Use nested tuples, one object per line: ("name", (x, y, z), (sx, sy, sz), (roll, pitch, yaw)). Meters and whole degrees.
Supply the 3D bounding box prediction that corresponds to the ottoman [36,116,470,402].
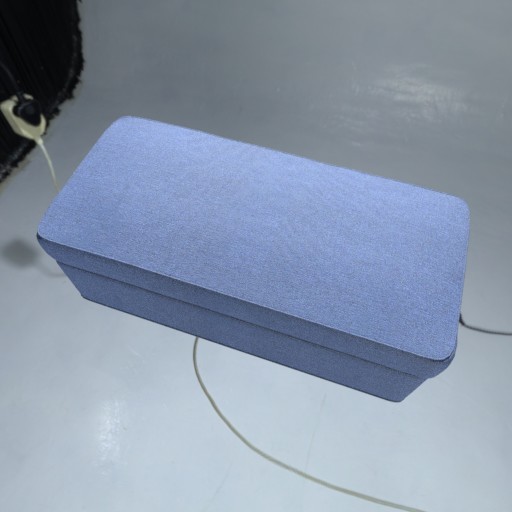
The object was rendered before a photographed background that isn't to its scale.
("ottoman", (0.000, 0.000, 1.364), (1.110, 0.460, 0.515), (16, 60, 10))
